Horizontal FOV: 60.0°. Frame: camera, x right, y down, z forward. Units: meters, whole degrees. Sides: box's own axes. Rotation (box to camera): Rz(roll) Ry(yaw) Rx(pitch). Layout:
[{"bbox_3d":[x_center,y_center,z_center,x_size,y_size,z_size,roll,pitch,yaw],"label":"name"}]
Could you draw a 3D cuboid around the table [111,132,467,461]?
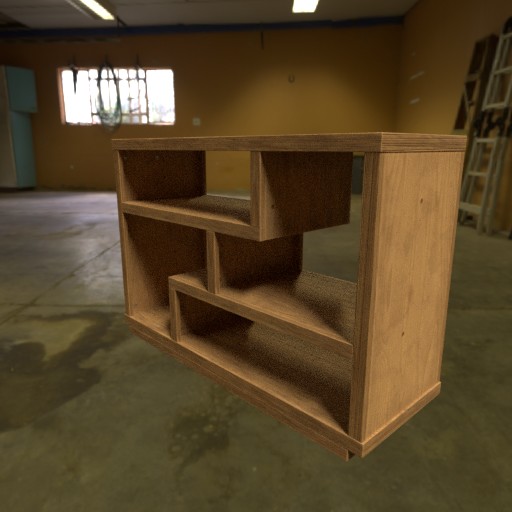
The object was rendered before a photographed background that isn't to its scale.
[{"bbox_3d":[0.000,0.000,1.497,0.410,0.771,1.151,-13,19,-42],"label":"table"}]
